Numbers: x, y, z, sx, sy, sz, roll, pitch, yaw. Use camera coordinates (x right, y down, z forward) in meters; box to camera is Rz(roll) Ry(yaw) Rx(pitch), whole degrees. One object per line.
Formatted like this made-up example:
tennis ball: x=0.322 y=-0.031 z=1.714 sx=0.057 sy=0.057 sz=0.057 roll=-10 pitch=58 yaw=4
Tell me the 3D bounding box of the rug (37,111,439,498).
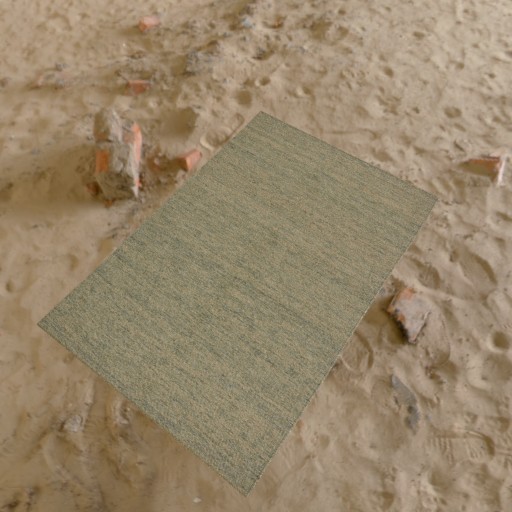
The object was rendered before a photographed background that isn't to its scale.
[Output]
rug: x=0.000 y=0.000 z=2.862 sx=1.547 sy=0.013 sz=2.283 roll=32 pitch=64 yaw=18
